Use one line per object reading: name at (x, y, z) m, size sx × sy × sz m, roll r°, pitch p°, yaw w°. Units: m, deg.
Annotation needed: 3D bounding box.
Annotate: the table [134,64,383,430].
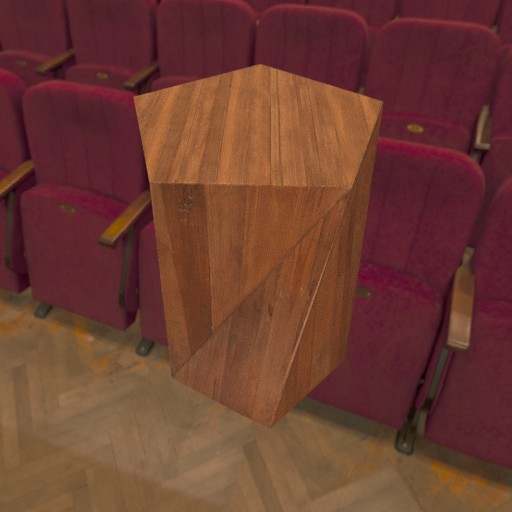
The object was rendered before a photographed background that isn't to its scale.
table at (0.000, 0.000, 0.905) m, size 0.441 × 0.604 × 0.425 m, roll 16°, pitch 46°, yaw 16°
